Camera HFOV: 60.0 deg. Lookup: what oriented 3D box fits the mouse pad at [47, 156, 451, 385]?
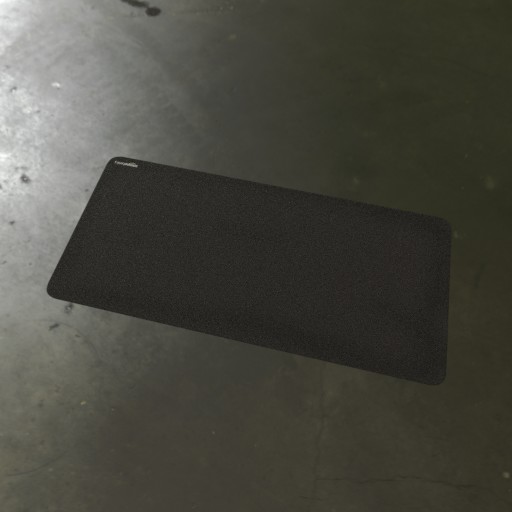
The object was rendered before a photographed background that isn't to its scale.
[{"bbox_3d":[0.000,0.000,1.062,0.907,0.003,0.424,12,63,6],"label":"mouse pad"}]
